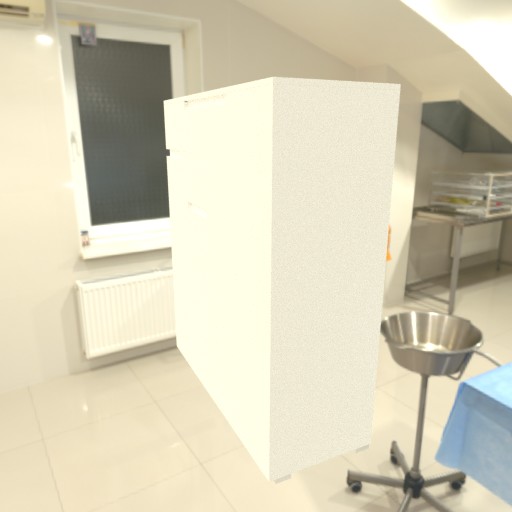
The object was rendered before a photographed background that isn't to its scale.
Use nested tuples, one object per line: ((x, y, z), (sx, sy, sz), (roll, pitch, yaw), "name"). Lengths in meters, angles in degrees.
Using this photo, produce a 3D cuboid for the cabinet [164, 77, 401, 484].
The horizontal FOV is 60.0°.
((0.000, 0.000, 1.732), (0.400, 1.190, 1.000), (-8, 18, -25), "cabinet")
